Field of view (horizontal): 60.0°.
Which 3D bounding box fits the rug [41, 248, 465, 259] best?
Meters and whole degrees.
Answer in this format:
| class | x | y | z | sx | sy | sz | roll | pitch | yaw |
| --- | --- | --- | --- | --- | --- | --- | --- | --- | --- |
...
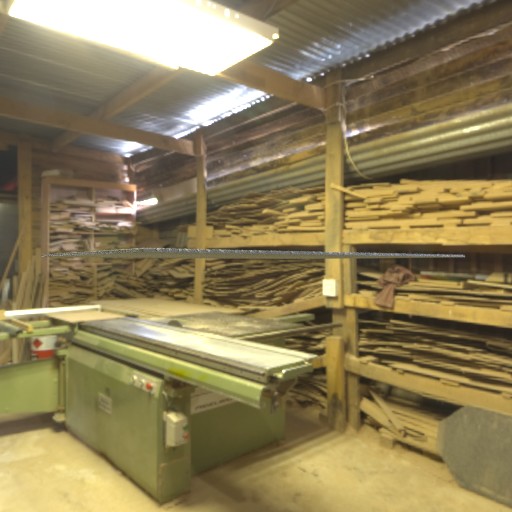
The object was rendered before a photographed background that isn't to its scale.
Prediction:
| class | x | y | z | sx | sy | sz | roll | pitch | yaw |
| --- | --- | --- | --- | --- | --- | --- | --- | --- | --- |
| rug | 0.000 | 0.000 | 2.761 | 2.144 | 0.015 | 1.543 | 1 | -1 | -37 |
